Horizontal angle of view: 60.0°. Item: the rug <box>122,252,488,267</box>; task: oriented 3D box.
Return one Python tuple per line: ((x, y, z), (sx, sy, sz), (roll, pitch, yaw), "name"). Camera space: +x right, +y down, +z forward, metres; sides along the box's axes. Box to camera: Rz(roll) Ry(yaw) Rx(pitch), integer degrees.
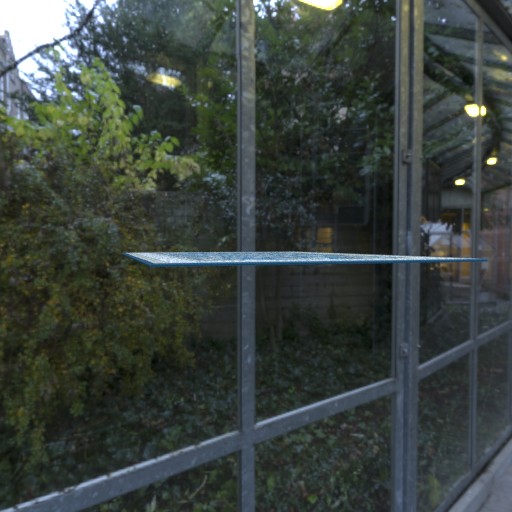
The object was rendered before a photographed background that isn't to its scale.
((0.000, 0.000, 2.916), (1.594, 0.013, 2.213), (-1, 2, -19), "rug")
